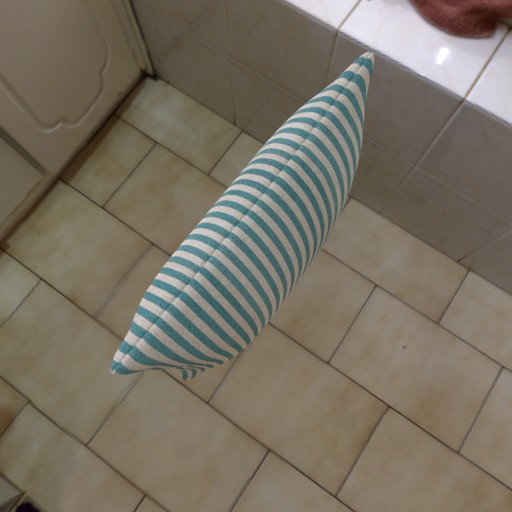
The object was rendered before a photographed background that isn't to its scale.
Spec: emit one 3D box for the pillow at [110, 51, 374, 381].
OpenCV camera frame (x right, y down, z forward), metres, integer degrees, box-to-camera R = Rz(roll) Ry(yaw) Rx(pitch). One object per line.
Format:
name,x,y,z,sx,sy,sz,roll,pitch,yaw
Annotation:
pillow,0.000,0.000,0.774,0.166,0.510,0.523,36,78,9
